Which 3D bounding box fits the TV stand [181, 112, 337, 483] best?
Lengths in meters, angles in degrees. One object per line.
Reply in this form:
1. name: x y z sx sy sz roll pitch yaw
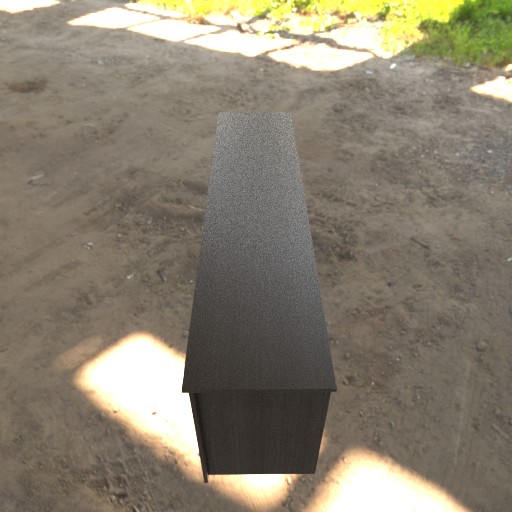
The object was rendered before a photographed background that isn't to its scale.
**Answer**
1. TV stand: 0.000 0.000 2.027 0.406 0.610 1.778 0 41 0
